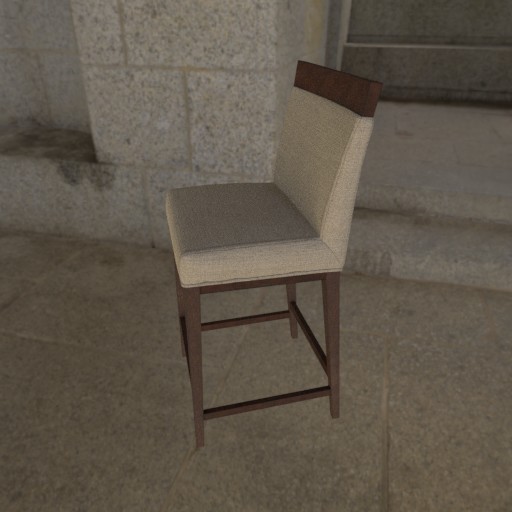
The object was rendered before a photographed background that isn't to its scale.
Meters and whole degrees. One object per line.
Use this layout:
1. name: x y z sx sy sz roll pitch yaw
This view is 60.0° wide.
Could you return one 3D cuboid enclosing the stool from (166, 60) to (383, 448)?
1. stool: 0.000 0.000 1.440 0.531 1.117 0.511 -7 30 -12
